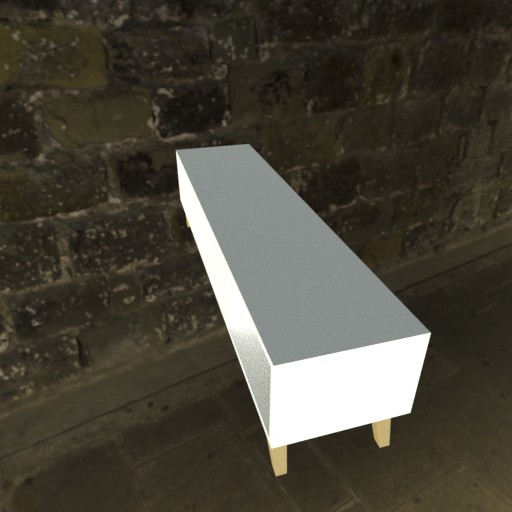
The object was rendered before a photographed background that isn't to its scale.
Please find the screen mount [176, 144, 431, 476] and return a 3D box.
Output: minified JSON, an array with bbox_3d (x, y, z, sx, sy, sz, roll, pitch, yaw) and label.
[{"bbox_3d":[0.000,0.000,1.809,0.399,0.432,1.644,-8,31,-14],"label":"screen mount"}]
